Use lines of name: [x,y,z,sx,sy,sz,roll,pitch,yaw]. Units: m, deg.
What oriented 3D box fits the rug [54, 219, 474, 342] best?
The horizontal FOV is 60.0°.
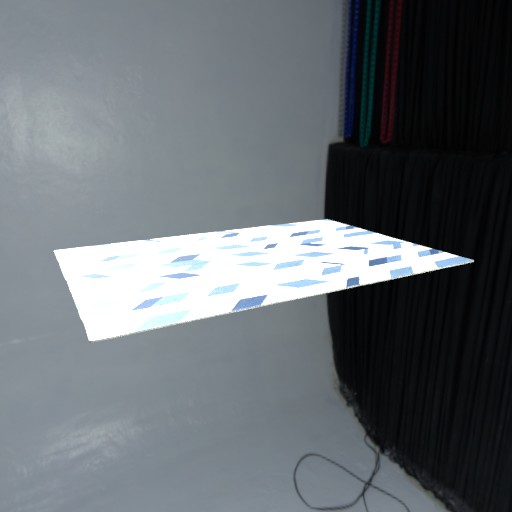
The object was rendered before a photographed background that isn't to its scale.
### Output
rug: [0.000,0.000,2.280,1.813,0.006,1.202,-8,18,-27]
